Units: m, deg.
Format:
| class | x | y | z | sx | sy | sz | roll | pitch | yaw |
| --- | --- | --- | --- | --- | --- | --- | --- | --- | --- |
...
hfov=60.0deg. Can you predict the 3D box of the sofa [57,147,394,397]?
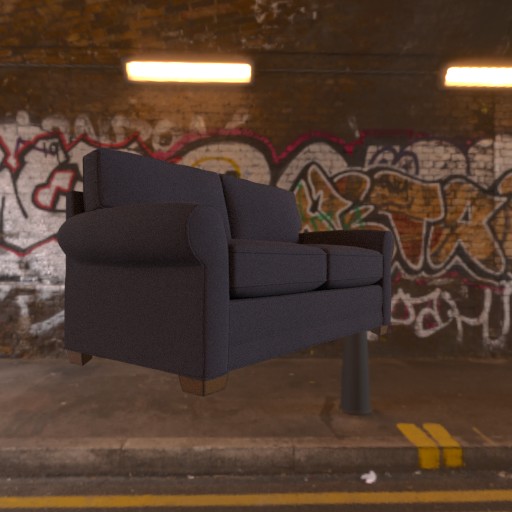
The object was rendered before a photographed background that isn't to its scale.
| class | x | y | z | sx | sy | sz | roll | pitch | yaw |
| --- | --- | --- | --- | --- | --- | --- | --- | --- | --- |
| sofa | 0.000 | 0.000 | 2.547 | 0.951 | 1.031 | 2.009 | -1 | -1 | 37 |
